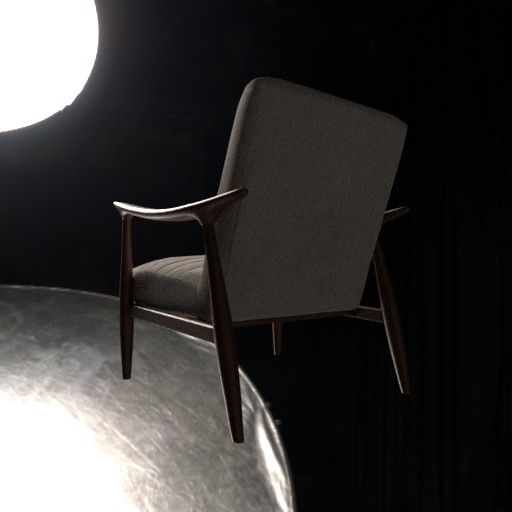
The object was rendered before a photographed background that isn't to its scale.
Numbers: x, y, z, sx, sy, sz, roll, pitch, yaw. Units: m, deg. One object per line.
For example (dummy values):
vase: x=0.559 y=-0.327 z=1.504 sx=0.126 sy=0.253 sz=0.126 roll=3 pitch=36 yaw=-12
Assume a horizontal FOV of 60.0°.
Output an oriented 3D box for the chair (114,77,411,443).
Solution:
chair: x=0.000 y=0.000 z=1.456 sx=0.741 sy=0.832 sz=0.798 roll=0 pitch=0 yaw=-36
